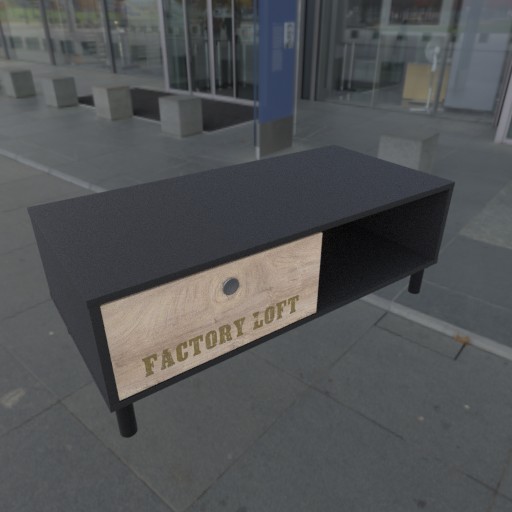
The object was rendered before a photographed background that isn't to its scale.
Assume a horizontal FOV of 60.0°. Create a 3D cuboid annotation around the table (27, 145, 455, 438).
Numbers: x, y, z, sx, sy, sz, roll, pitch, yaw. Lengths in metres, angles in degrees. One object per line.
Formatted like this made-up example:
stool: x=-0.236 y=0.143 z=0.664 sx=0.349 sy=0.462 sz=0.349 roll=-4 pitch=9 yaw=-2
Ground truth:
table: x=0.000 y=0.000 z=1.346 sx=1.100 sy=0.400 sz=0.550 roll=-19 pitch=34 yaw=-30
